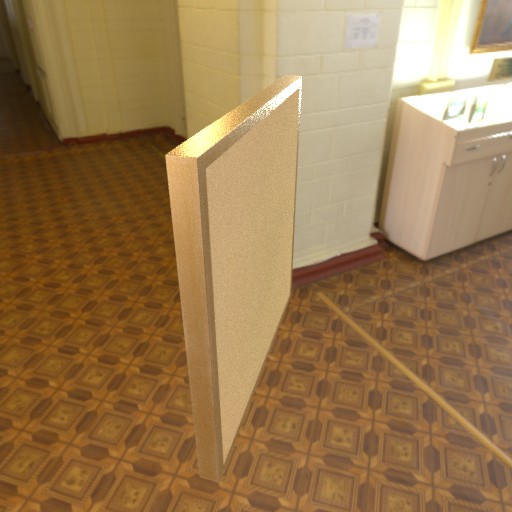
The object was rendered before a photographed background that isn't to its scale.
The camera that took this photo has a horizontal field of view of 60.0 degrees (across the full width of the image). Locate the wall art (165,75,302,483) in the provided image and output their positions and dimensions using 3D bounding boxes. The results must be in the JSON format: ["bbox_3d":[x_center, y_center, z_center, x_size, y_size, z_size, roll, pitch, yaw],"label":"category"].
[{"bbox_3d":[0.000,0.000,0.761,0.033,0.509,0.510,8,32,14],"label":"wall art"}]
